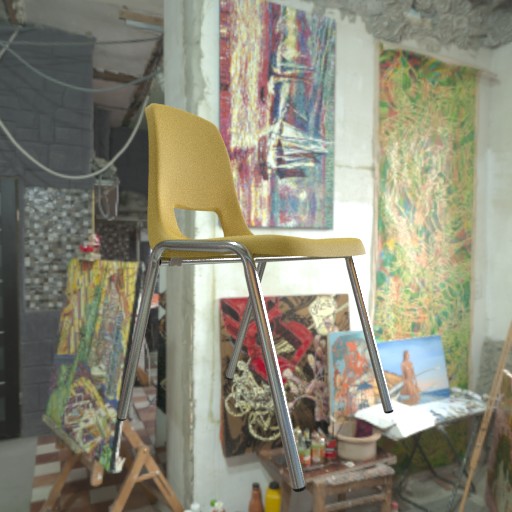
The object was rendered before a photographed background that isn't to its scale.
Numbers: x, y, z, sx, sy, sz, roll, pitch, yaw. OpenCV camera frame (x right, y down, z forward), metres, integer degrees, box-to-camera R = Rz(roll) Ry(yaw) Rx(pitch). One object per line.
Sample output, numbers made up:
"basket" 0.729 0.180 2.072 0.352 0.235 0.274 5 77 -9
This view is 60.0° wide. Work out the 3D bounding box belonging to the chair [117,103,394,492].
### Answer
"chair" 0.000 0.000 0.888 0.436 0.653 0.381 1 2 36
